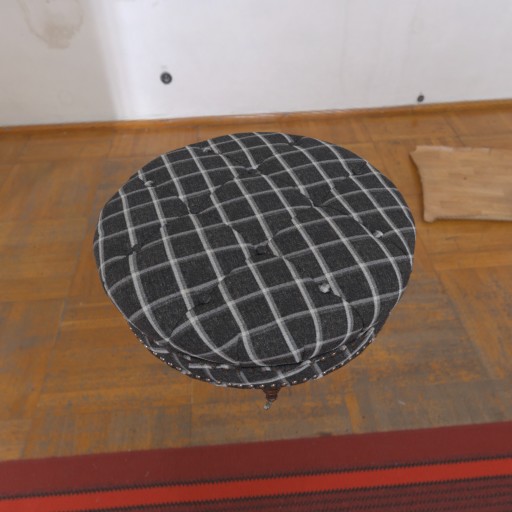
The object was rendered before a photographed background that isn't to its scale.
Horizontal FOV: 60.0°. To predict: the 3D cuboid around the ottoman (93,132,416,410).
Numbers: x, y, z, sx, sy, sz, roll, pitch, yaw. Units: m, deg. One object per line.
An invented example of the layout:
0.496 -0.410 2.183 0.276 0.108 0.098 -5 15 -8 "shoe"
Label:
0.000 0.000 1.365 0.901 0.439 0.901 0 45 0 "ottoman"
